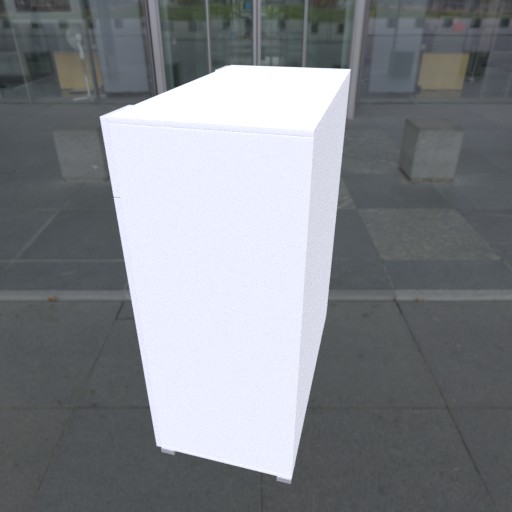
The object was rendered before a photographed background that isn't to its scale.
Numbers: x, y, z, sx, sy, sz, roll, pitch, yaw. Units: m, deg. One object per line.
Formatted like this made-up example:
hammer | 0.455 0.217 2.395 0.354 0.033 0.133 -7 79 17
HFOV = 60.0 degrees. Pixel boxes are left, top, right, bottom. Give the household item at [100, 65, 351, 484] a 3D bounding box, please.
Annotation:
household item | 0.000 0.000 1.397 0.420 1.010 0.790 8 31 13
